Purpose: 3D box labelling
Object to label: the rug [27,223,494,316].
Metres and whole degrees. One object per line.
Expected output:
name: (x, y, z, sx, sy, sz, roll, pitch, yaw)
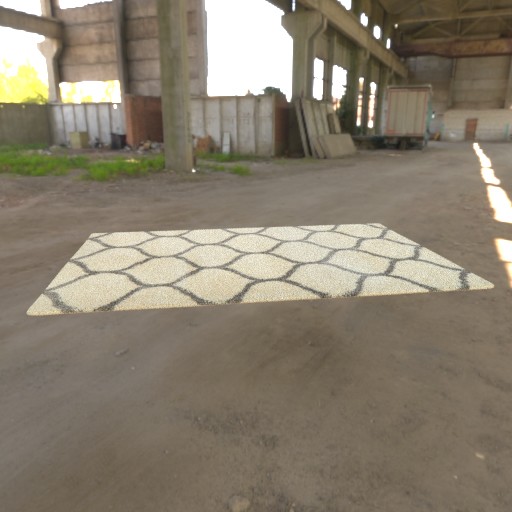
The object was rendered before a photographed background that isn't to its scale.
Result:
rug: (0.000, 0.000, 2.889, 2.348, 0.024, 1.501, -3, 17, -8)
